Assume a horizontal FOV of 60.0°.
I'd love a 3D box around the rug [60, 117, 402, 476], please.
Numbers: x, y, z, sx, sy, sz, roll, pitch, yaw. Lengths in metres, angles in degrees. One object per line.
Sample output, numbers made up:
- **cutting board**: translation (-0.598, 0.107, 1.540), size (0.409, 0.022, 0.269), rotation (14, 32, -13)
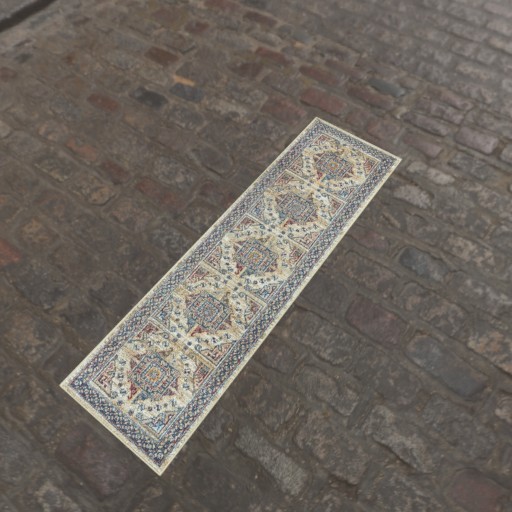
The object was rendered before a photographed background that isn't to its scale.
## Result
- **rug**: translation (0.000, 0.000, 2.507), size (0.661, 0.013, 2.297), rotation (33, 65, 18)
